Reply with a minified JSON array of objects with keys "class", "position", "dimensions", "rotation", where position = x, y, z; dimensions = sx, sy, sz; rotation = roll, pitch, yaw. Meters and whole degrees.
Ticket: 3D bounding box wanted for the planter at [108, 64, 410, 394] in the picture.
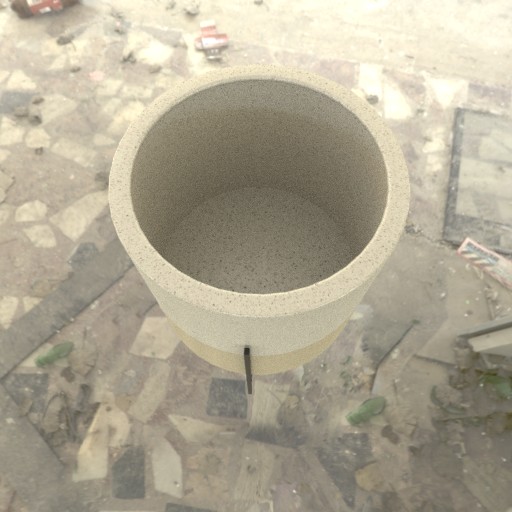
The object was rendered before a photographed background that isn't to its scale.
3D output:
[{"class":"planter","position":[0.000,0.000,0.743],"dimensions":[0.368,0.484,0.359],"rotation":[32,69,14]}]
